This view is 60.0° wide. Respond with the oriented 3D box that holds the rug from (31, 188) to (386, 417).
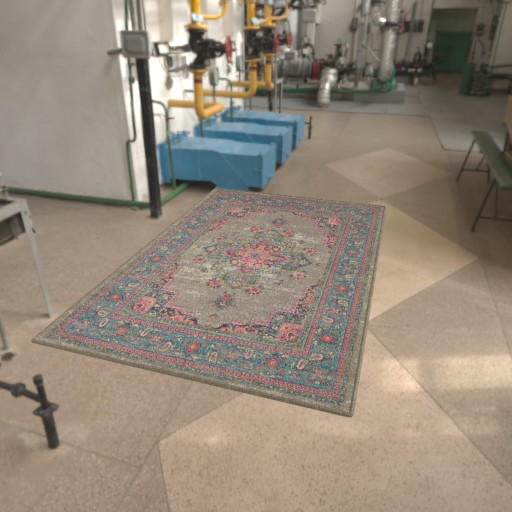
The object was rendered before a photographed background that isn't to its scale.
[{"bbox_3d":[0.000,0.000,2.169,1.144,0.014,1.748,8,29,16],"label":"rug"}]
